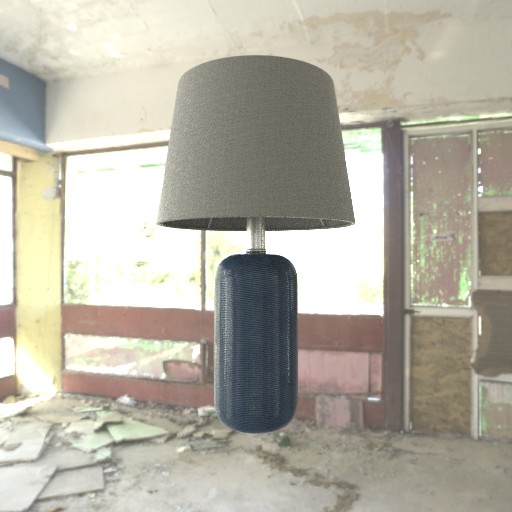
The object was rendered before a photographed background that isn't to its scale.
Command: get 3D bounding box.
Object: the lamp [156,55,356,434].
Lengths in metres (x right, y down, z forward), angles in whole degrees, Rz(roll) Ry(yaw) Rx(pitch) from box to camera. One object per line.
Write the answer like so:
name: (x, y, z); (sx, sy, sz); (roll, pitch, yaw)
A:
lamp: (0.000, 0.000, 0.572); (0.253, 0.428, 0.253); (0, 0, 0)
